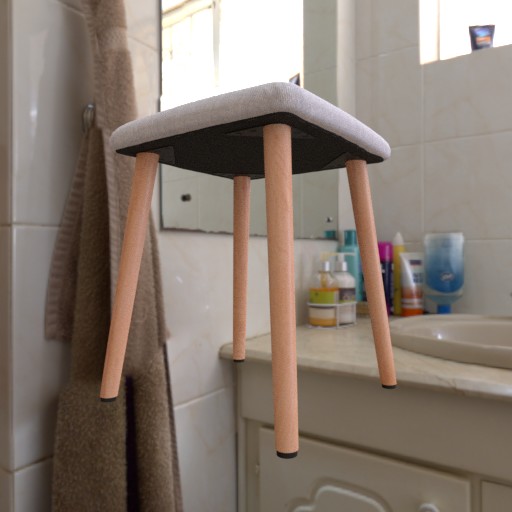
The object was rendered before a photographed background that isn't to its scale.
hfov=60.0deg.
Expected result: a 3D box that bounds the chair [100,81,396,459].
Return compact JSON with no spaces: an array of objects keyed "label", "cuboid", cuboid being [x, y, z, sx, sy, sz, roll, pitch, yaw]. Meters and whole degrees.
[{"label":"chair","cuboid":[0.000,0.000,0.710,0.350,0.440,0.350,0,-1,36]}]
